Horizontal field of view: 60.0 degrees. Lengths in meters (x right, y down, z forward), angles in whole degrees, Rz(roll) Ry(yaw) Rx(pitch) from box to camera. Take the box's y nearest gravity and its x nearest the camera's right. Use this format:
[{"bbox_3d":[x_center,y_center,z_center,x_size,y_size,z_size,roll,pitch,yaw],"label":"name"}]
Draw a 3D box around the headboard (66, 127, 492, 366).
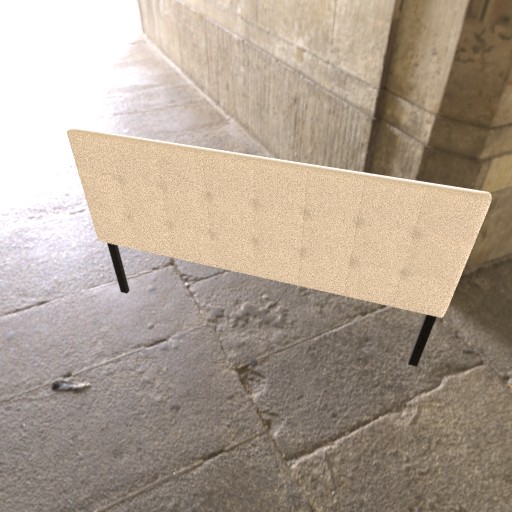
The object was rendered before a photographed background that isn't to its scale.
[{"bbox_3d":[0.000,0.000,2.834,2.362,1.410,0.120,12,42,14],"label":"headboard"}]
